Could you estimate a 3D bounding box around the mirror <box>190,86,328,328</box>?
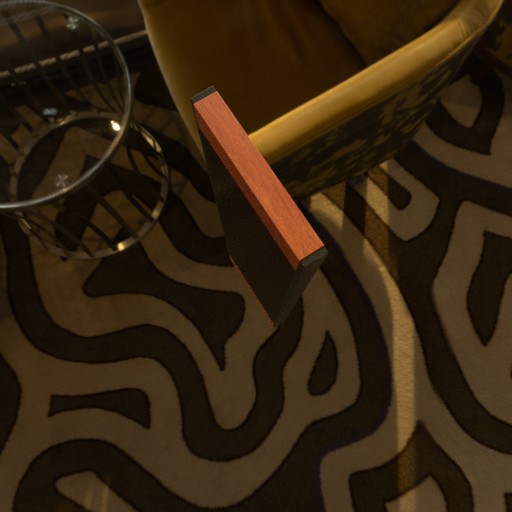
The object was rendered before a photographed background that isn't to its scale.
[{"bbox_3d":[0.000,0.000,1.252,0.047,1.123,0.343,-32,78,-7],"label":"mirror"}]
